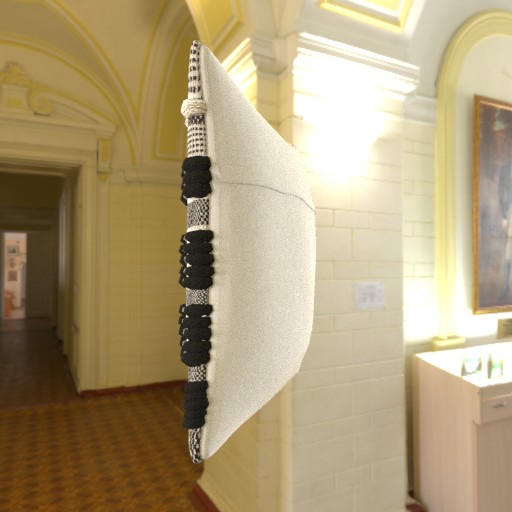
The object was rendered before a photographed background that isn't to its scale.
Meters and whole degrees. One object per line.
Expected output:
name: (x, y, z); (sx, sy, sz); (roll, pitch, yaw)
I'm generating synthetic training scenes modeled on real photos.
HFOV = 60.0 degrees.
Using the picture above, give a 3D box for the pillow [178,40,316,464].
pillow: (0.000, 0.000, 0.657); (0.156, 0.438, 0.436); (0, -2, 18)
